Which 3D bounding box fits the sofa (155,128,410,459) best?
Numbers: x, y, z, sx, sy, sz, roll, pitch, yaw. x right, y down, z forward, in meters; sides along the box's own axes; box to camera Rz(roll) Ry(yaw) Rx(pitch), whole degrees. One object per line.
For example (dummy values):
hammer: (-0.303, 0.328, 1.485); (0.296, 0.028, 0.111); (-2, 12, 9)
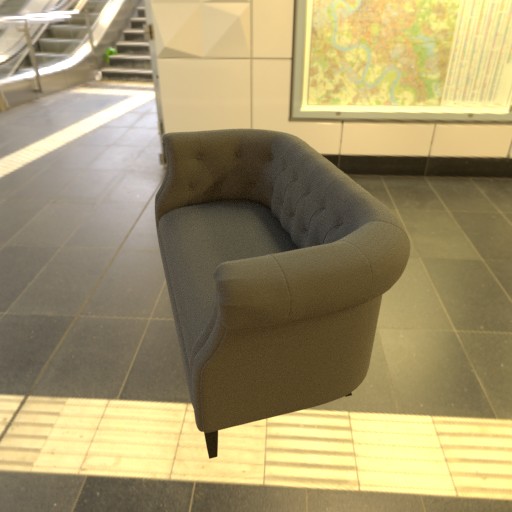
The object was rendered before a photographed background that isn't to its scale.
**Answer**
sofa: (0.000, 0.000, 2.079); (0.835, 0.827, 1.558); (-9, 33, -14)
